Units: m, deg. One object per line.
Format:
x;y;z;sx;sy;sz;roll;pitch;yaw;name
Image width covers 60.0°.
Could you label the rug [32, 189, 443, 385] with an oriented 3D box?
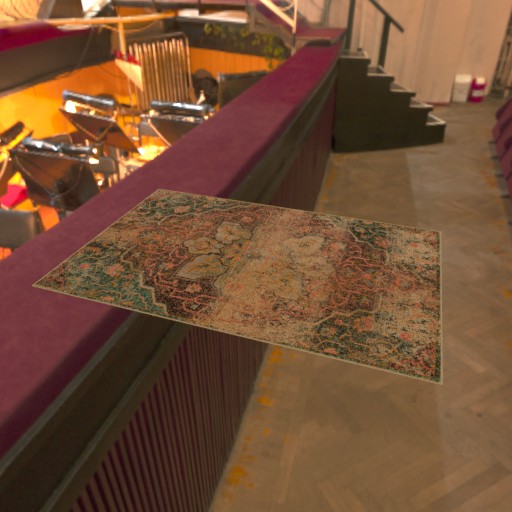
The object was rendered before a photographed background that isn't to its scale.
0.000;0.000;2.955;2.363;0.004;1.566;11;34;17;rug
